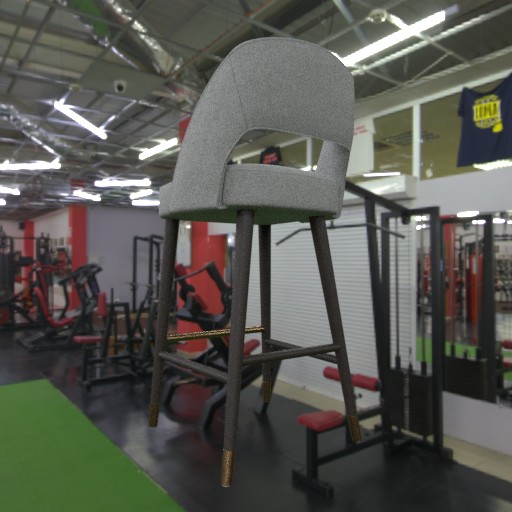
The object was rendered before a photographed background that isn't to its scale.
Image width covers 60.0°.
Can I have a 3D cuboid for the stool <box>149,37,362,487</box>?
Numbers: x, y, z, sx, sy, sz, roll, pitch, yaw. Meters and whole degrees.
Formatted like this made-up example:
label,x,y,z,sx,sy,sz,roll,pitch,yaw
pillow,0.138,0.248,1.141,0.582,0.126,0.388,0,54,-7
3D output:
label,x,y,z,sx,sy,sz,roll,pitch,yaw
stool,0.000,0.000,1.281,0.494,1.037,0.509,1,-1,-35
